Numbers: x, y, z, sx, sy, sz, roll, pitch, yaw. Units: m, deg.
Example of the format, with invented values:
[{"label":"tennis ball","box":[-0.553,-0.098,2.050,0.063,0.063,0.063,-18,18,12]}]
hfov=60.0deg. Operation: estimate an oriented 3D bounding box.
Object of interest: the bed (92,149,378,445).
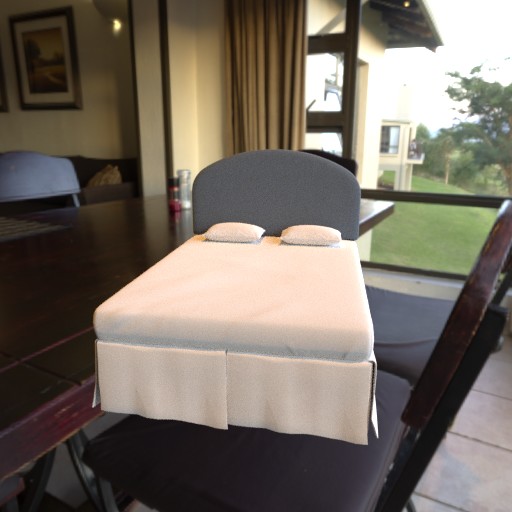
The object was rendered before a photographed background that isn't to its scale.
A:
[{"label":"bed","box":[0.000,0.000,3.147,1.607,1.410,2.005,3,16,9]}]
